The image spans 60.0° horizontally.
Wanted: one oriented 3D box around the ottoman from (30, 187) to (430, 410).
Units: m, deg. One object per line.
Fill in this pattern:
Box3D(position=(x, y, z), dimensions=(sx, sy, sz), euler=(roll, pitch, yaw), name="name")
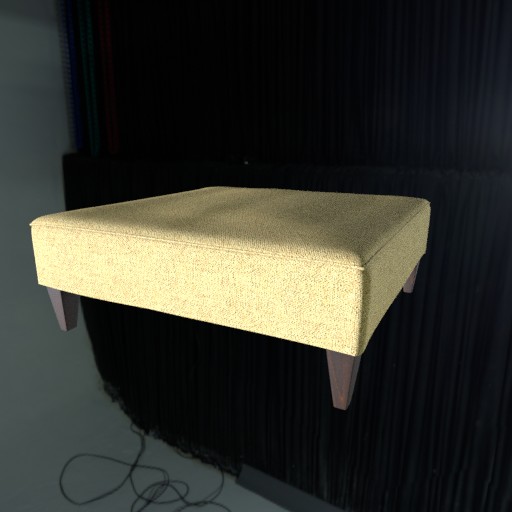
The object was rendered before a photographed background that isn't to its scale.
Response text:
Box3D(position=(0.000, 0.000, 1.496), dimensions=(0.981, 0.378, 0.970), euler=(8, 17, 27), name="ottoman")
